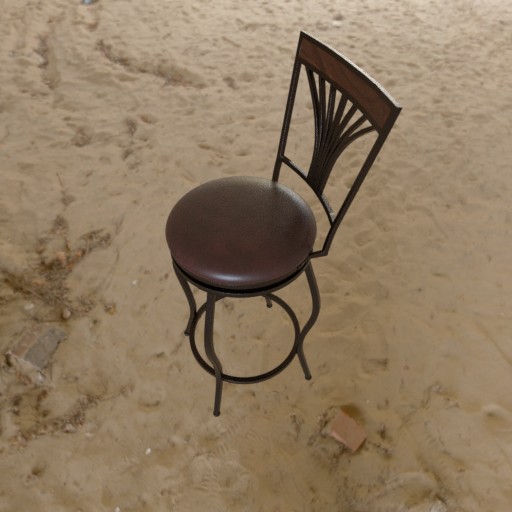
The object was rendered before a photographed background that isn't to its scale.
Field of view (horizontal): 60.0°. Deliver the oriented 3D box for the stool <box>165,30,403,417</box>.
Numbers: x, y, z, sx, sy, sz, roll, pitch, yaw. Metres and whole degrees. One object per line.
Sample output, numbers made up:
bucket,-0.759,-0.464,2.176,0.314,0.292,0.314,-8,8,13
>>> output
stool,0.000,0.000,1.369,0.514,1.117,0.433,-17,49,-15
